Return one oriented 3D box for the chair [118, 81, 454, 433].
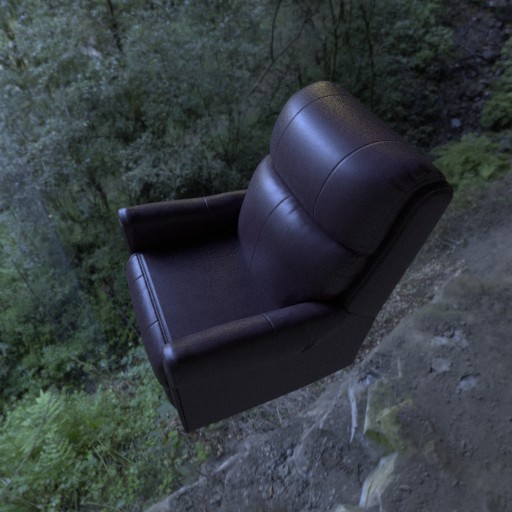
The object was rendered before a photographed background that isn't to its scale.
[{"bbox_3d":[0.000,0.000,1.752,1.014,1.054,0.838,-17,49,-15],"label":"chair"}]
